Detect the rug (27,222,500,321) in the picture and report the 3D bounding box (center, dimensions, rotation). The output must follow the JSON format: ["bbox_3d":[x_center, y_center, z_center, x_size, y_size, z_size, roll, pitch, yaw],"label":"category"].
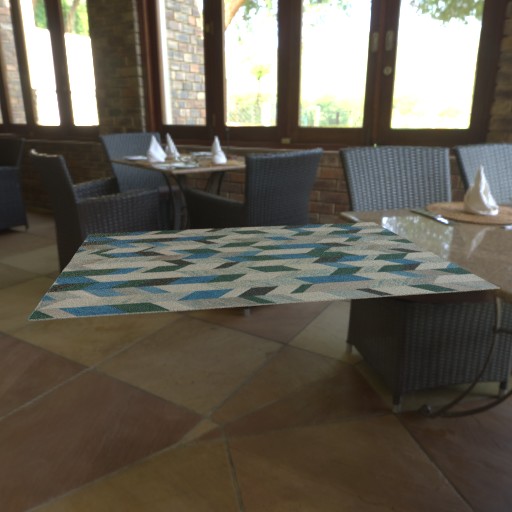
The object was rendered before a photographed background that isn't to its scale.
[{"bbox_3d":[0.000,0.000,2.249,1.827,0.005,1.229,-3,17,-9],"label":"rug"}]
